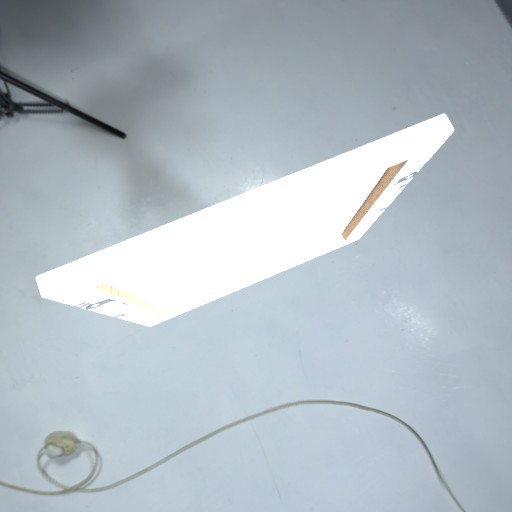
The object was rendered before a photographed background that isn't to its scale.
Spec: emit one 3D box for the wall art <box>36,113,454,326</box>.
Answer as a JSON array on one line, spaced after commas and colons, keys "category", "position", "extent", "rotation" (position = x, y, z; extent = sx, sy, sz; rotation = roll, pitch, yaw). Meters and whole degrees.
[{"category": "wall art", "position": [0.000, 0.000, 1.109], "extent": [0.755, 0.747, 0.065], "rotation": [-22, 78, -5]}]
